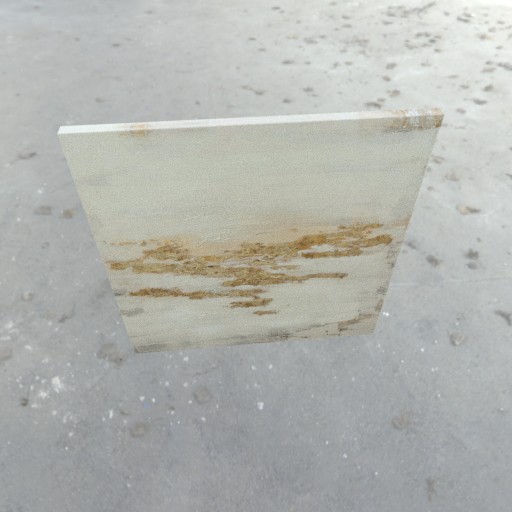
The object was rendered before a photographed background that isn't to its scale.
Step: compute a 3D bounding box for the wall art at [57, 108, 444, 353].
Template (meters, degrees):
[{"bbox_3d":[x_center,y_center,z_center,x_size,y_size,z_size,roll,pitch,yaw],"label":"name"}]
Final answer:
[{"bbox_3d":[0.000,0.000,1.530,1.015,1.018,0.040,-4,45,-4],"label":"wall art"}]
